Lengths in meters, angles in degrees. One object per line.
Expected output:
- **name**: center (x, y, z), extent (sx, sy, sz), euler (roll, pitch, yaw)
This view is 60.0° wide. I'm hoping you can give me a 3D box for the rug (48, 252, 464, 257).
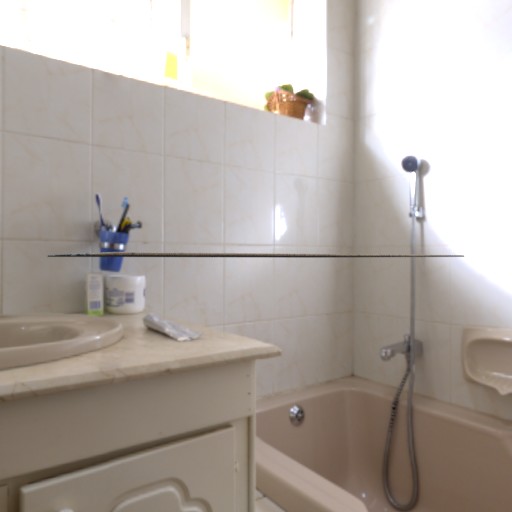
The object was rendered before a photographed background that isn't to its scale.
- **rug**: center (0.000, 0.000, 2.327), extent (1.836, 0.009, 1.232), euler (0, -1, -34)
